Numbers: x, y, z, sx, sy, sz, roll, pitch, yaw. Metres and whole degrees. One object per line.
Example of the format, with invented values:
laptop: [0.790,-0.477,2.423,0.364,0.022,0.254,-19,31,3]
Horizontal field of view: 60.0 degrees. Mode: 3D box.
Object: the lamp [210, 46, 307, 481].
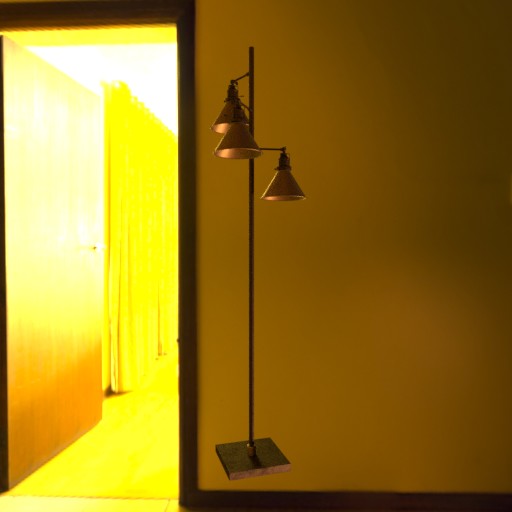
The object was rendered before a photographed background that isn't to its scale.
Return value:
lamp: [0.000,0.000,1.858,0.415,1.716,0.428,0,1,-18]
